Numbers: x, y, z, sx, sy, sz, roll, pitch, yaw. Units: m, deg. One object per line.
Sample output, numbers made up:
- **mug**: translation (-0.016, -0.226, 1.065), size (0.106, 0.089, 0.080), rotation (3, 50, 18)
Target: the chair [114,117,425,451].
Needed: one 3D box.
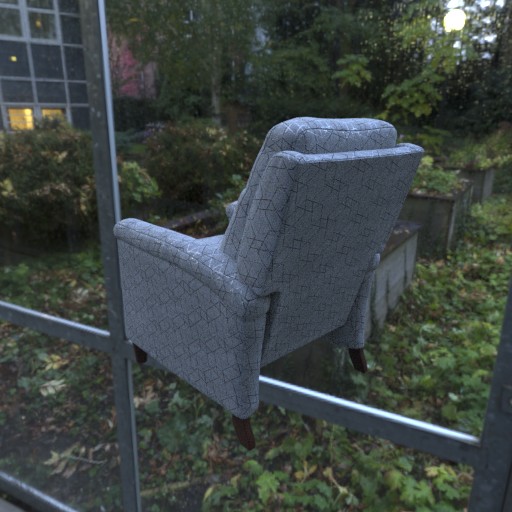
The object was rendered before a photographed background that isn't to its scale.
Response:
- **chair**: translation (0.000, 0.000, 1.761), size (0.753, 1.048, 0.987), rotation (-16, 23, -42)
